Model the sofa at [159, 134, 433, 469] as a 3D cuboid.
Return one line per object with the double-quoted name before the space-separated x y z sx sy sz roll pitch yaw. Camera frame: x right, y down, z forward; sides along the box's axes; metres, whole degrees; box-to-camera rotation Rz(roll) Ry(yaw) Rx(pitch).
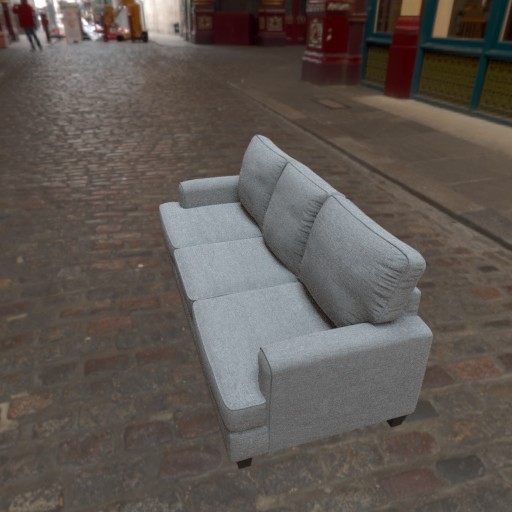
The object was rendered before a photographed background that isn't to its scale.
"sofa" 0.000 0.000 2.694 0.951 0.965 2.158 -9 31 -15
